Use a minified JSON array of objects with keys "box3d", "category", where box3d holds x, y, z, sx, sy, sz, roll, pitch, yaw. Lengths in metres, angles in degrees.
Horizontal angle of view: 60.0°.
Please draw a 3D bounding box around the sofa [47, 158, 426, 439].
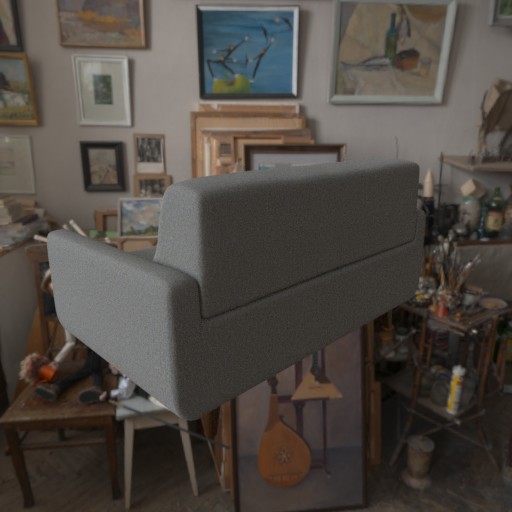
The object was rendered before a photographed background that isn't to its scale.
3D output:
[{"box3d":[0.000,0.000,2.187,1.651,0.925,0.952,-16,23,-42],"category":"sofa"}]
